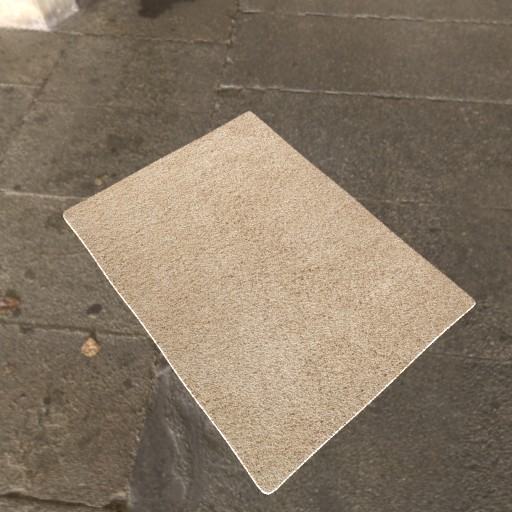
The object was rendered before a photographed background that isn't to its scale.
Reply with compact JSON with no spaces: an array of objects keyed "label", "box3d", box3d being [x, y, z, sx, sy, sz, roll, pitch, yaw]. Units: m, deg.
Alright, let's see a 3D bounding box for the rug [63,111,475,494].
[{"label":"rug","box3d":[0.000,0.000,2.077,1.199,0.025,1.600,-35,64,-19]}]
